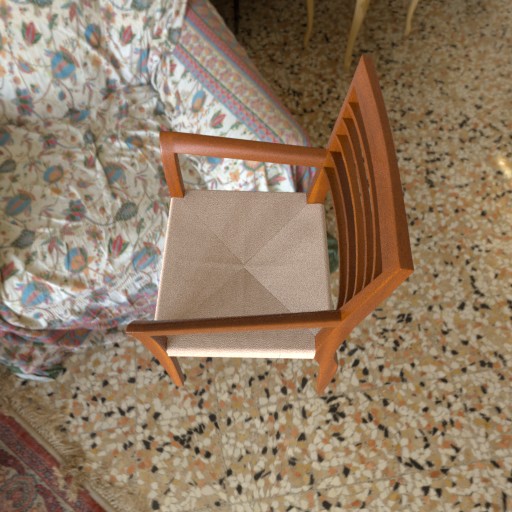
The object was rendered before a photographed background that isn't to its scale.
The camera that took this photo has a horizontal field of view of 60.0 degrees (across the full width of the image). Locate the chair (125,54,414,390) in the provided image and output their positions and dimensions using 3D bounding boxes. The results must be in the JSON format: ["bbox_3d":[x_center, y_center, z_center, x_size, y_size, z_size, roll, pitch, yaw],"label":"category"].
[{"bbox_3d":[0.000,0.000,1.223,0.540,0.855,0.587,1,59,0],"label":"chair"}]
